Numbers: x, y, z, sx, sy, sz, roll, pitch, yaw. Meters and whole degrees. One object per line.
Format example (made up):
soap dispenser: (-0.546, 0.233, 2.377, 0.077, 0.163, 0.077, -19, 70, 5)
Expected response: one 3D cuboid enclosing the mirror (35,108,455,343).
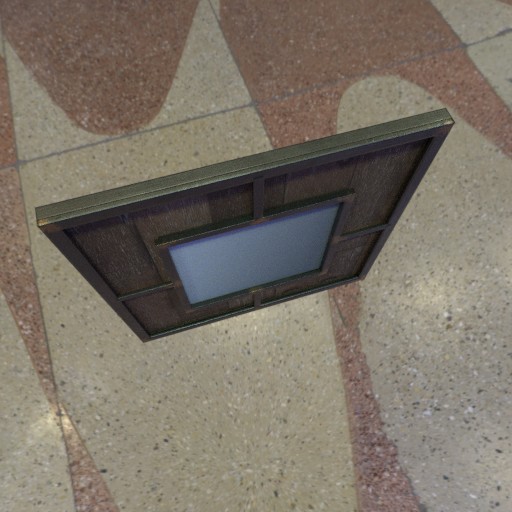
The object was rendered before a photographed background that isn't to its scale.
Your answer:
mirror: (0.000, 0.000, 0.563, 0.382, 0.381, 0.020, -15, 66, -7)
